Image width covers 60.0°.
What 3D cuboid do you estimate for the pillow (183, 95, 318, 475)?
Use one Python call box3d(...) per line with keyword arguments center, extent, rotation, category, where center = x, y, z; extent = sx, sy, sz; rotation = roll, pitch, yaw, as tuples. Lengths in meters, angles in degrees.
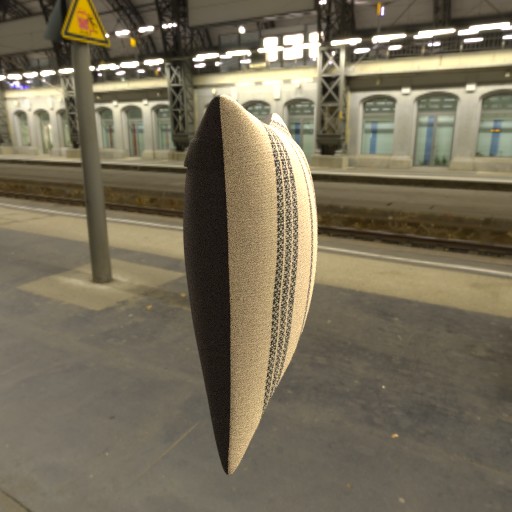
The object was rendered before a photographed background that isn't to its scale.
box3d(center=(0.000, 0.000, 0.634), extent=(0.173, 0.406, 0.405), rotation=(2, 15, 9), category="pillow")
